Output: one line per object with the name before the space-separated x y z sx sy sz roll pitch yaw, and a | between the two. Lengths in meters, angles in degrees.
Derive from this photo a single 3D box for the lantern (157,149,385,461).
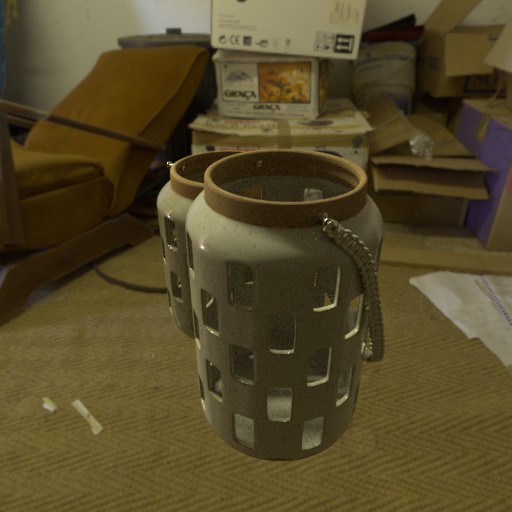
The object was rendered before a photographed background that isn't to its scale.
lantern | 0.000 0.000 0.492 0.184 0.255 0.347 -10 31 -17
